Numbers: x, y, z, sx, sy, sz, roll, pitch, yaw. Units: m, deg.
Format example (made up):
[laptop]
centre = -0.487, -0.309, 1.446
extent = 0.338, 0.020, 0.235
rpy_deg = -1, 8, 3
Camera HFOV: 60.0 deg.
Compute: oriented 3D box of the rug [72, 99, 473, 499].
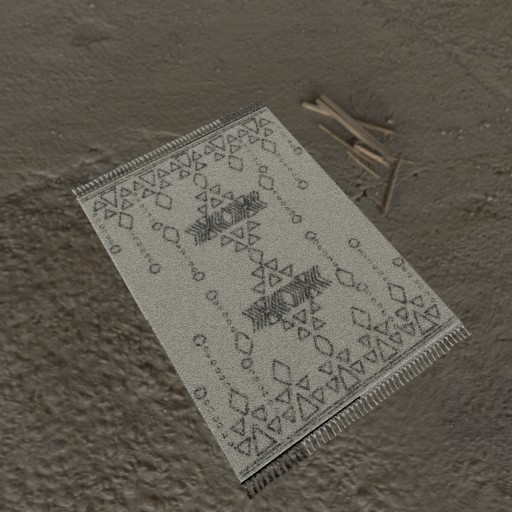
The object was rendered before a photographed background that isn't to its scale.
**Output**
[rug]
centre = 0.000, 0.000, 2.905
extent = 1.600, 0.013, 2.312
rpy_deg = -31, 67, -14
